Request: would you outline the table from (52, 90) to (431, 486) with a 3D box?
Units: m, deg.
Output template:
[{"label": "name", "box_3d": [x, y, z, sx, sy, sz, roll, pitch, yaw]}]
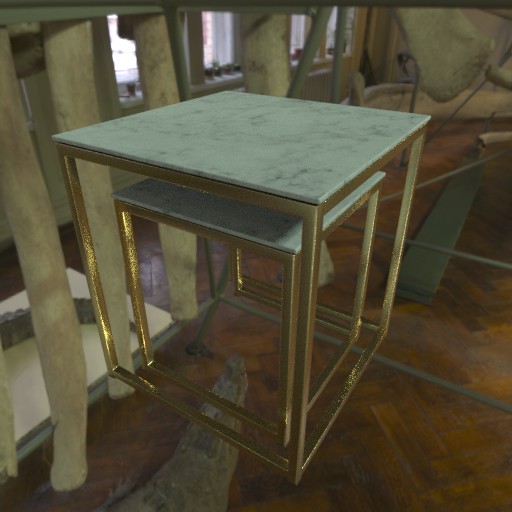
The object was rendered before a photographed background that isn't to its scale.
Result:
[{"label": "table", "box_3d": [0.000, 0.000, 0.855, 0.450, 0.500, 0.450, 18, 35, 28]}]
